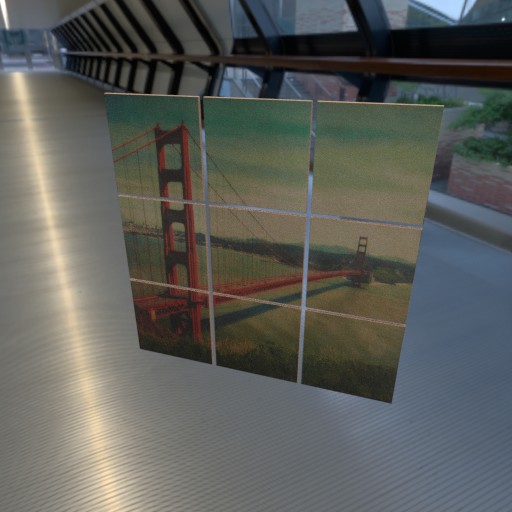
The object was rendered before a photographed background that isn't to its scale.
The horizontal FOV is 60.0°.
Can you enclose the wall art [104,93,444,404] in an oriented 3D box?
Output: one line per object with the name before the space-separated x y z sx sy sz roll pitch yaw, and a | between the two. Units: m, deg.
wall art | 0.000 0.000 1.353 0.917 0.910 0.012 8 27 16
